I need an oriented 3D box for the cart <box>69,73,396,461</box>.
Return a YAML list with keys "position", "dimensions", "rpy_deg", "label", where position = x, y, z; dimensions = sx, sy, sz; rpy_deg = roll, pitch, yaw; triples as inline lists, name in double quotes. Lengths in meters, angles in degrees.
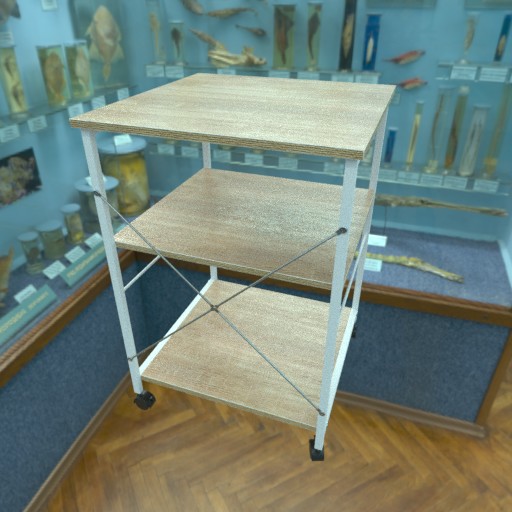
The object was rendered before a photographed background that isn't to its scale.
- position: [0.000, 0.000, 1.120]
  dimensions: [0.521, 0.762, 0.520]
  rpy_deg: [11, 33, 17]
  label: "cart"
